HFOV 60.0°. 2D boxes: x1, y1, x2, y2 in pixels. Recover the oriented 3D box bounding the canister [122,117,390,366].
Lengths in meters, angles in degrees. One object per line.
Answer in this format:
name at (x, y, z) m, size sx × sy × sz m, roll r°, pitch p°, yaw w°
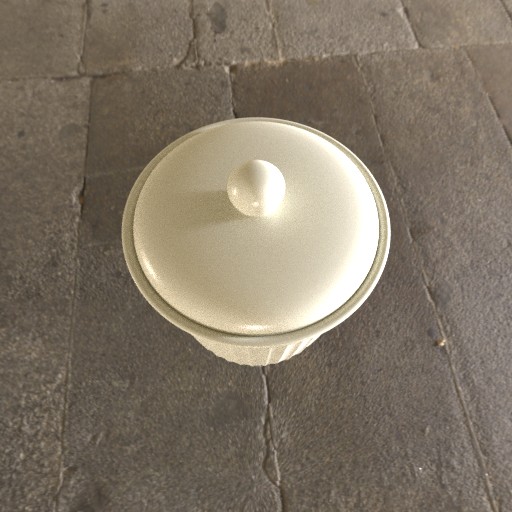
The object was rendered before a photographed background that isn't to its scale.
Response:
canister at (0.000, 0.000, 0.353) m, size 0.181 × 0.211 × 0.181 m, roll 0°, pitch 63°, yaw 0°
